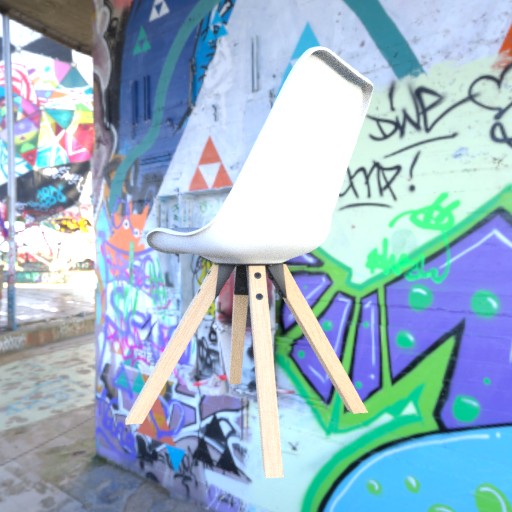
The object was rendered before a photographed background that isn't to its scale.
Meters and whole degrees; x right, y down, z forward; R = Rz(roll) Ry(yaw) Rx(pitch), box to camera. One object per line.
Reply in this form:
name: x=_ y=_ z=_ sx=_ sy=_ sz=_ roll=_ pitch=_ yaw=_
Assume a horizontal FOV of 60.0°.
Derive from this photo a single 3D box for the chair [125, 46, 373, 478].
chair: x=0.000 y=0.000 z=1.139 sx=0.550 sy=0.850 sz=0.485 roll=1 pitch=2 yaw=37
